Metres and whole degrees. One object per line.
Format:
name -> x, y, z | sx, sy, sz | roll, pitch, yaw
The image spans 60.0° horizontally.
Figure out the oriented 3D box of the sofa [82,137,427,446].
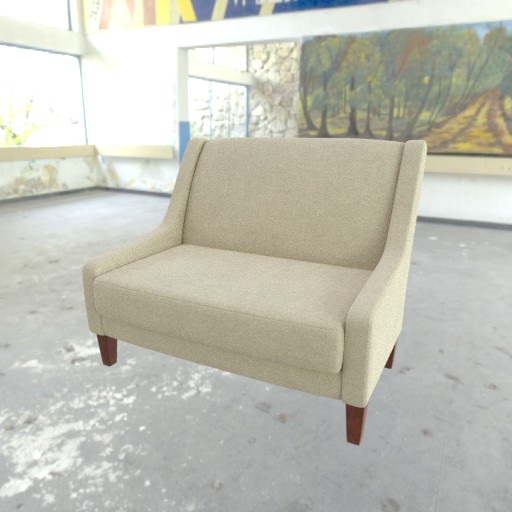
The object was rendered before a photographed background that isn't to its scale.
sofa -> 0.000, 0.000, 1.923 | 1.212, 0.976, 0.946 | 8, 18, 26
